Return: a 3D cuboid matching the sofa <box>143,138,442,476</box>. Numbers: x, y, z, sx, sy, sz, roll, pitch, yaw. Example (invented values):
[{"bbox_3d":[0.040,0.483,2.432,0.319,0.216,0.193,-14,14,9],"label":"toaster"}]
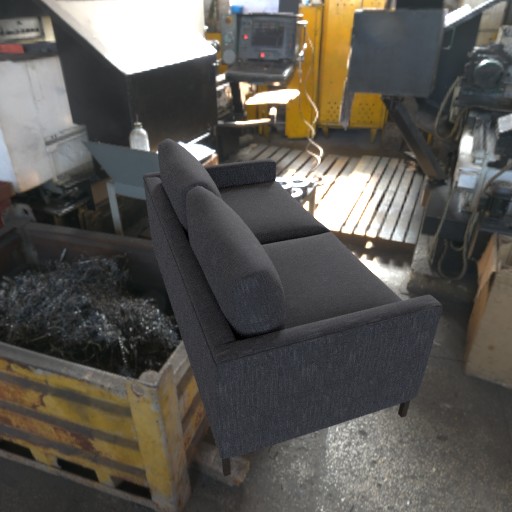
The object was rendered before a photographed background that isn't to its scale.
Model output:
[{"bbox_3d":[0.000,0.000,2.239,0.866,0.862,1.716,-11,33,-17],"label":"sofa"}]
